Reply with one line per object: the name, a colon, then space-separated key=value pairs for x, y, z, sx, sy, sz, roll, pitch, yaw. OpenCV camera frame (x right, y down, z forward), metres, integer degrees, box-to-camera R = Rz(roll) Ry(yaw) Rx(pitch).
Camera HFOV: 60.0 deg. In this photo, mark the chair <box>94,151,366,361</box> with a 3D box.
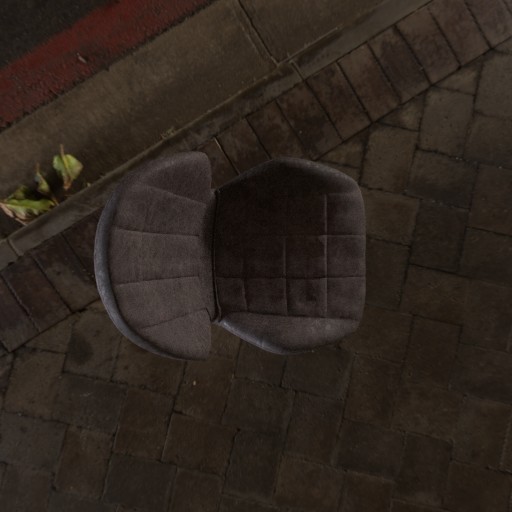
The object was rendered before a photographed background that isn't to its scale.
chair: x=0.000 y=0.000 z=1.299 sx=0.640 sy=0.934 sz=0.527 roll=0 pitch=90 yaw=-1
